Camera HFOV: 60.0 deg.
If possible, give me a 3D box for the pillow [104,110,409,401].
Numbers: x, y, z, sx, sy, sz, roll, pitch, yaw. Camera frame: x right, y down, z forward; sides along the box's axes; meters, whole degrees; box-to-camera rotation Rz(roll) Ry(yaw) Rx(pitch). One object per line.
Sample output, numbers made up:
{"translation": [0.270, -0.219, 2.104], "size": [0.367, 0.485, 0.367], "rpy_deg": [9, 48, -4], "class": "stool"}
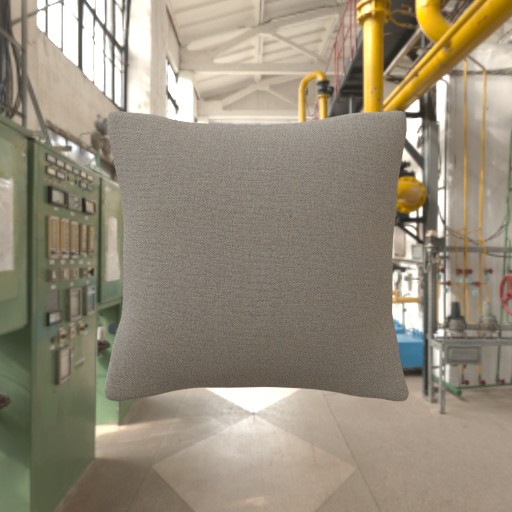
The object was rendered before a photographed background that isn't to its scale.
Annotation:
{"translation": [0.000, 0.000, 0.638], "size": [0.437, 0.419, 0.136], "rpy_deg": [0, 0, 1], "class": "pillow"}
